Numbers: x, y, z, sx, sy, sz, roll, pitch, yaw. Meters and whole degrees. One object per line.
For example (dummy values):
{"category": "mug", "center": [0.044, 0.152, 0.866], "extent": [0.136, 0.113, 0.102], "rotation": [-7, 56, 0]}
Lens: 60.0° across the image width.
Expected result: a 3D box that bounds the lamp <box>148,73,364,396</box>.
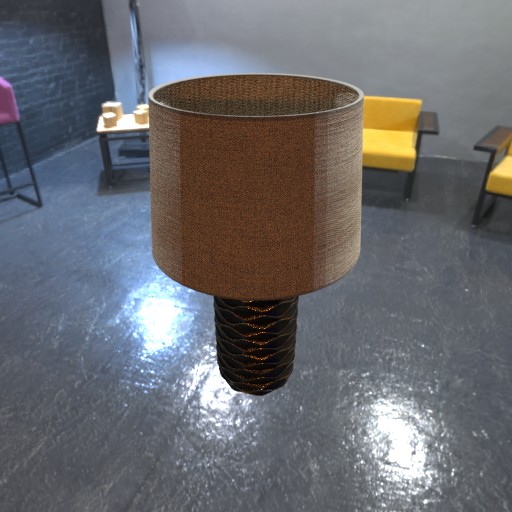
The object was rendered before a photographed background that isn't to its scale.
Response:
{"category": "lamp", "center": [0.000, 0.000, 0.834], "extent": [0.376, 0.594, 0.376], "rotation": [0, 31, 0]}
